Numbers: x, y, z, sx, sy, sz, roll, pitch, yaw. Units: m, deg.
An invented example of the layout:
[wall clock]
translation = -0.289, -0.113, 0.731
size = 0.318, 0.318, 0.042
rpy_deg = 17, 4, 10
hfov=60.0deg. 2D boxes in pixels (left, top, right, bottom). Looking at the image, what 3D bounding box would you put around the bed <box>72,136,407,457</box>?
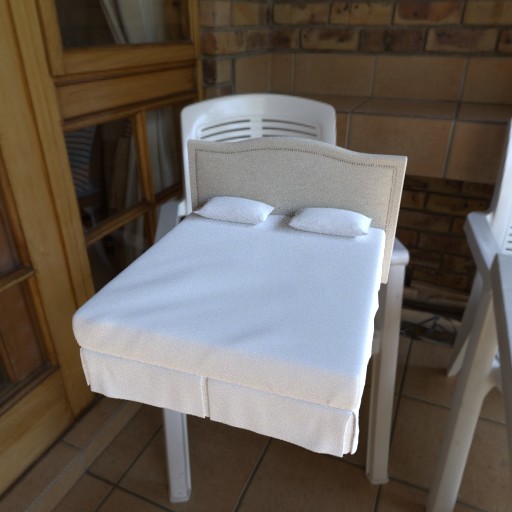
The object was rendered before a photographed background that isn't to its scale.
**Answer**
[bed]
translation = 0.000, 0.000, 3.524
size = 2.083, 1.421, 2.182
rpy_deg = 9, 29, 16
